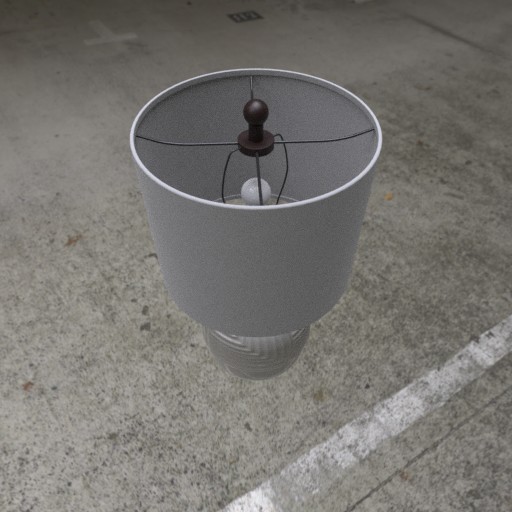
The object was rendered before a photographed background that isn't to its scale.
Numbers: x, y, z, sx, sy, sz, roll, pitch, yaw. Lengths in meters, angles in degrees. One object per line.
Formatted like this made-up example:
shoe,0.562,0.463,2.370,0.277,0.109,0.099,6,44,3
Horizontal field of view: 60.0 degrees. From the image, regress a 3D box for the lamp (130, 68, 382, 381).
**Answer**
lamp,0.000,0.000,0.751,0.318,0.567,0.318,0,48,0
